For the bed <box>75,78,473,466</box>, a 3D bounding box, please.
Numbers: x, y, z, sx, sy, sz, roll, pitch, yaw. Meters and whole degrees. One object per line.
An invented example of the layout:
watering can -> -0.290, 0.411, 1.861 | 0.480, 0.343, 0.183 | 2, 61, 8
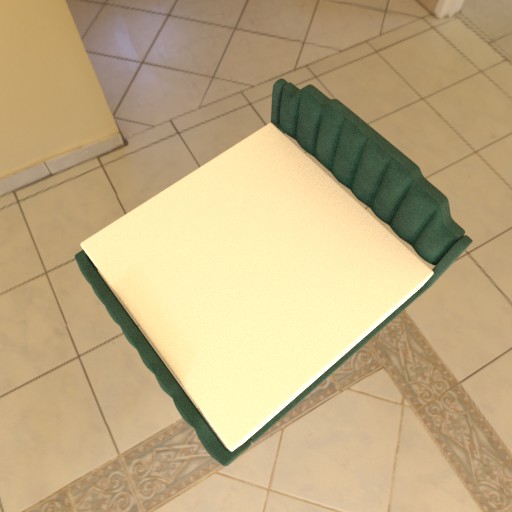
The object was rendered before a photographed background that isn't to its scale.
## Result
bed -> 0.000, 0.000, 3.535 | 2.340, 1.245, 2.074 | -36, 69, -16
